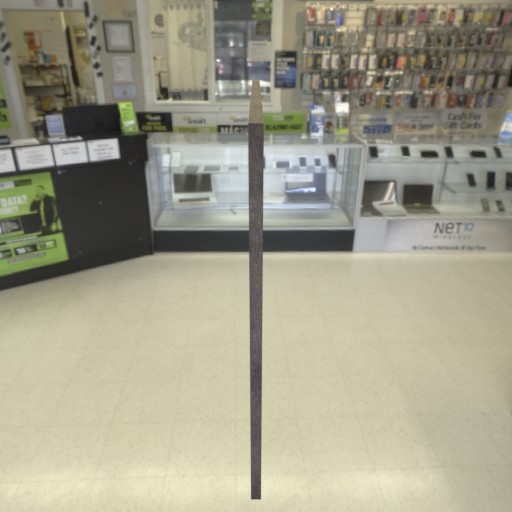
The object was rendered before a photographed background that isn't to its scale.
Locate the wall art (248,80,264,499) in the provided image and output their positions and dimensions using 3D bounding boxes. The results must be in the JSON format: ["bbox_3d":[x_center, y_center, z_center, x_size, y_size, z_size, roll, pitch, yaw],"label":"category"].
[{"bbox_3d":[0.000,0.000,0.662,0.013,0.457,0.457,0,26,0],"label":"wall art"}]
